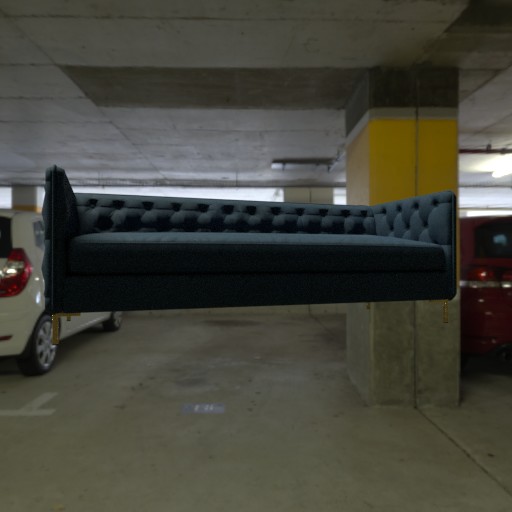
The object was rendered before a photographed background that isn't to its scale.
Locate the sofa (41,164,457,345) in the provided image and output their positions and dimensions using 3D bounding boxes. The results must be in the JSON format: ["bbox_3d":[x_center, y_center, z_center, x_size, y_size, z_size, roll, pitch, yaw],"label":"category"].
[{"bbox_3d":[0.000,0.000,2.606,2.209,0.771,0.895,0,-1,-19],"label":"sofa"}]
